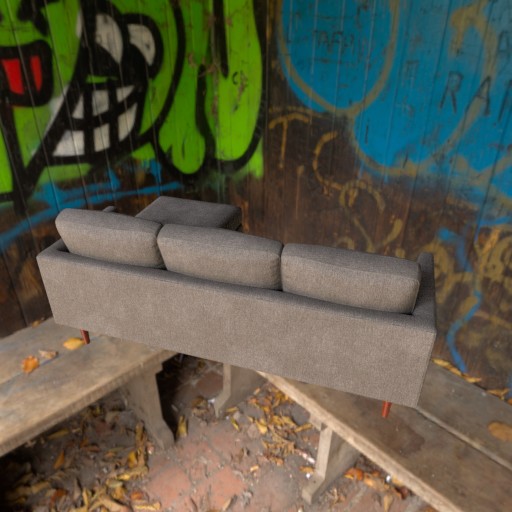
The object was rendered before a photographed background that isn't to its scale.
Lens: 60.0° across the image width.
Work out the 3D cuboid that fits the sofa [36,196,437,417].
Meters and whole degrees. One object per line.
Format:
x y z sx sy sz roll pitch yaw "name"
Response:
0.000 0.000 3.014 2.233 0.956 1.504 9 32 15 "sofa"
